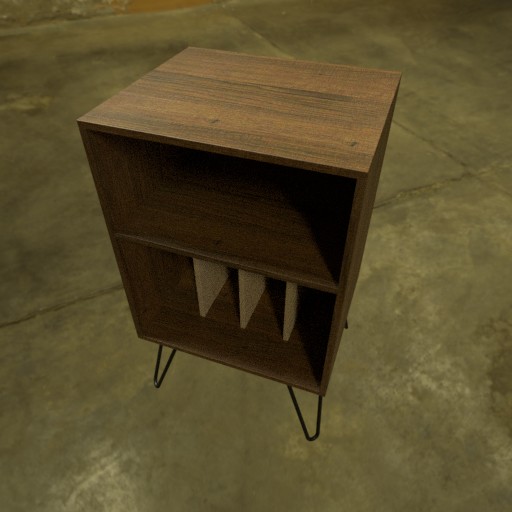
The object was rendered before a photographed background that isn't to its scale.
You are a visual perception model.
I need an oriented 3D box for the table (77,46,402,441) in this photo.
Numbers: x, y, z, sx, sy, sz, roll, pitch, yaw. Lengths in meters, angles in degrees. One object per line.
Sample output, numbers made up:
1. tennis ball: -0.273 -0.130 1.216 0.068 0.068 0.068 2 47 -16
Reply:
1. table: 0.000 0.000 1.170 0.526 0.866 0.457 14 43 15
